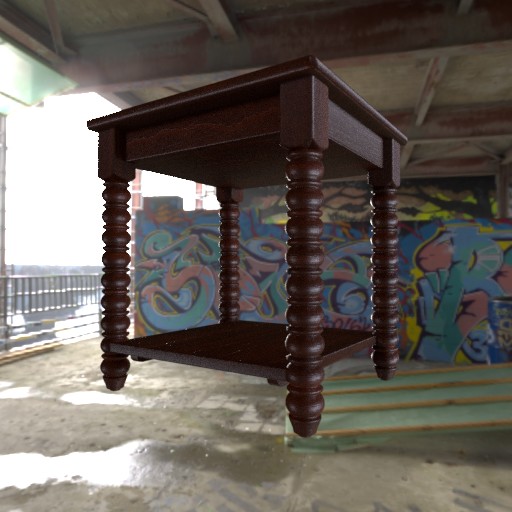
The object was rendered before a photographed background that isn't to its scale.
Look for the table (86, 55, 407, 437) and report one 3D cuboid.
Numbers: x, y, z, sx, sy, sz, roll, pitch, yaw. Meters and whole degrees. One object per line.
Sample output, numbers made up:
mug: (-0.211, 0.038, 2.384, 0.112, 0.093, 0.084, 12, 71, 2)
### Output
table: (0.000, 0.000, 0.983, 0.533, 0.567, 0.500, -1, -1, 34)
